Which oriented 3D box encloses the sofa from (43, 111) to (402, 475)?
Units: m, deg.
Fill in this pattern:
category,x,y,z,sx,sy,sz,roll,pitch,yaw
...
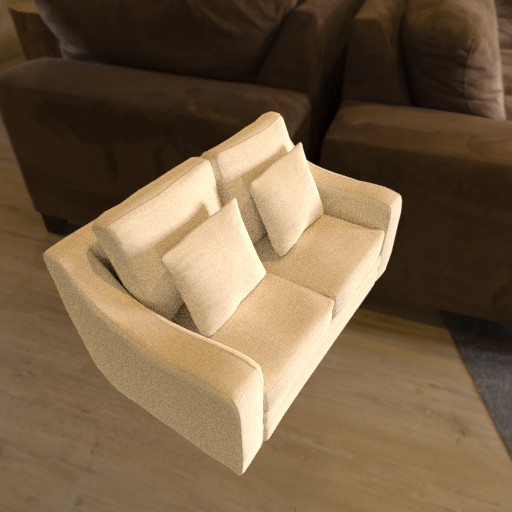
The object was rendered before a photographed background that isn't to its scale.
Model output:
category,x,y,z,sx,sy,sz,roll,pitch,yaw
sofa,0.000,0.000,2.386,1.040,1.047,1.744,24,45,26
